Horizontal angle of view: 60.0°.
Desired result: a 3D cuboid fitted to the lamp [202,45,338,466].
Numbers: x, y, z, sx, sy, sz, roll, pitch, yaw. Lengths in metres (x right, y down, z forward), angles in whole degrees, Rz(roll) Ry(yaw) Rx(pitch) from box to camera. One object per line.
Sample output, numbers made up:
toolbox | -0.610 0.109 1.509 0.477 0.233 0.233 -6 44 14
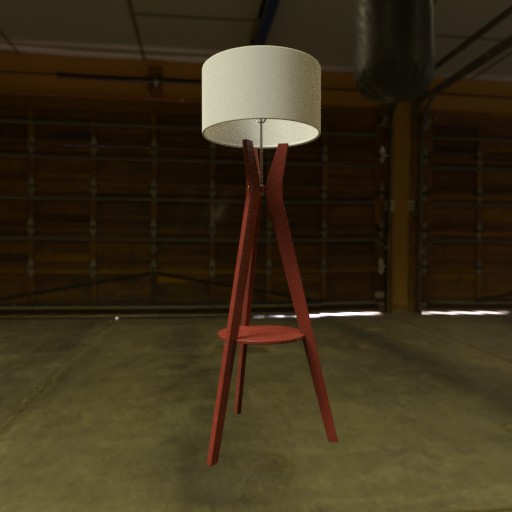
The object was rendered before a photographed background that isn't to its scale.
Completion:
lamp | 0.000 0.000 1.762 0.539 1.472 0.542 1 1 38
